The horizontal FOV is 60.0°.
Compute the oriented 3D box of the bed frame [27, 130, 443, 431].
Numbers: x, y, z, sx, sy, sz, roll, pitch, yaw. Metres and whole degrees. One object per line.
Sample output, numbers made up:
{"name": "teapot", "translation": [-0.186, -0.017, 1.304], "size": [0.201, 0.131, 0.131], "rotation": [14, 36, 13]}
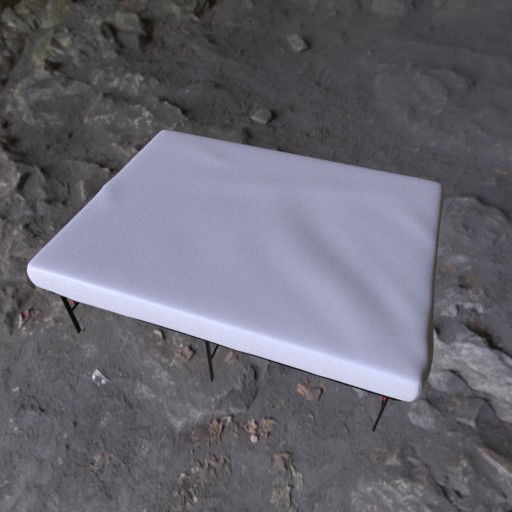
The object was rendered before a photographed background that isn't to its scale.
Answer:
{"name": "bed frame", "translation": [0.000, 0.000, 2.836], "size": [2.151, 0.667, 1.584], "rotation": [14, 47, 14]}
